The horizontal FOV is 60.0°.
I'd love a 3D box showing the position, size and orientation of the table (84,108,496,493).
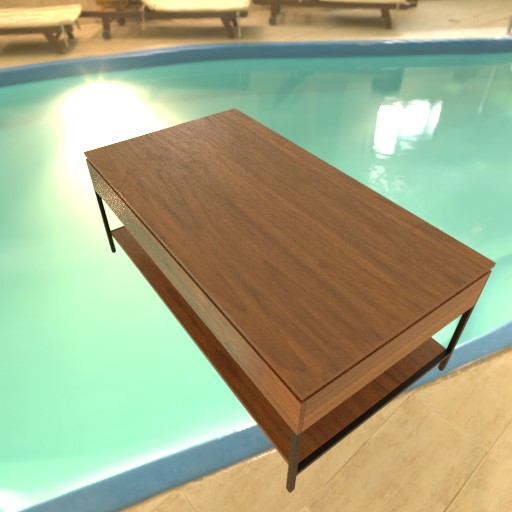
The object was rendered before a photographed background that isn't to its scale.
[{"bbox_3d":[0.000,0.000,1.333,0.574,0.414,1.057,-26,47,-26],"label":"table"}]
